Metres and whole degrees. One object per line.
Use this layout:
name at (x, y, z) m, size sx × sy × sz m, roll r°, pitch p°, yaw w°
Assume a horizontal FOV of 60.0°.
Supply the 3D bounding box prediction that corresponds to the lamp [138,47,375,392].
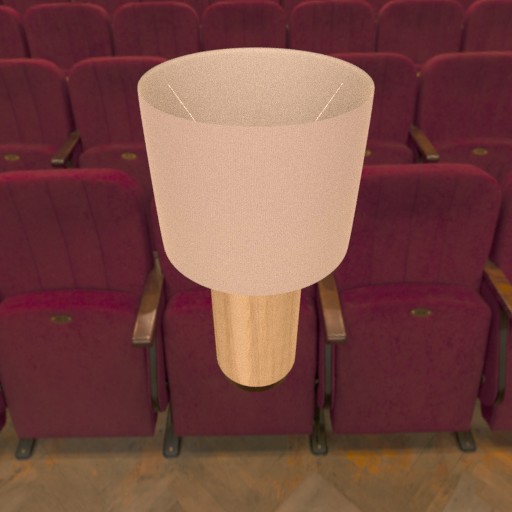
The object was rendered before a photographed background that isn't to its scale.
lamp at (0.000, 0.000, 0.572) m, size 0.228 × 0.444 × 0.228 m, roll 0°, pitch 40°, yaw -1°
